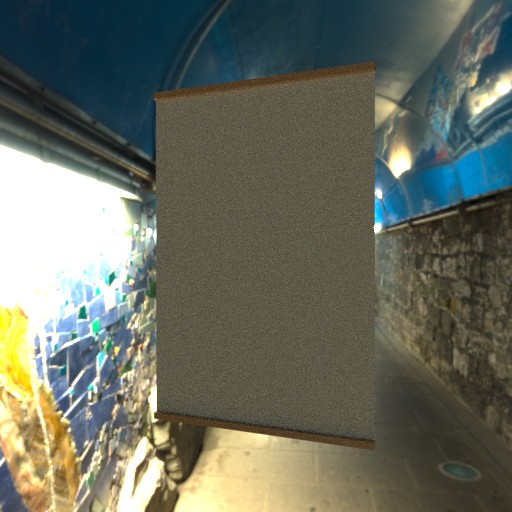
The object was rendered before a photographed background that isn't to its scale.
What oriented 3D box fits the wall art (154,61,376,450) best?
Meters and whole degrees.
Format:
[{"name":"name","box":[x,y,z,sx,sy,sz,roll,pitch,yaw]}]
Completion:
[{"name":"wall art","box":[0.000,0.000,1.287,0.669,1.020,0.027,0,0,20]}]
